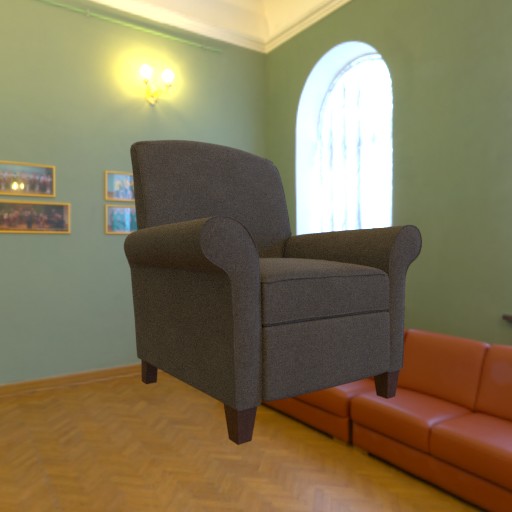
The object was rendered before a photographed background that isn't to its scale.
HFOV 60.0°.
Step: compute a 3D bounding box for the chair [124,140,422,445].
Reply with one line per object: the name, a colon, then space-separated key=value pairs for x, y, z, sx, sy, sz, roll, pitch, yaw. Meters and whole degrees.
chair: x=0.000 y=0.000 z=1.795 sx=0.978 sy=1.061 sz=0.905 roll=-1 pitch=1 yaw=-36
